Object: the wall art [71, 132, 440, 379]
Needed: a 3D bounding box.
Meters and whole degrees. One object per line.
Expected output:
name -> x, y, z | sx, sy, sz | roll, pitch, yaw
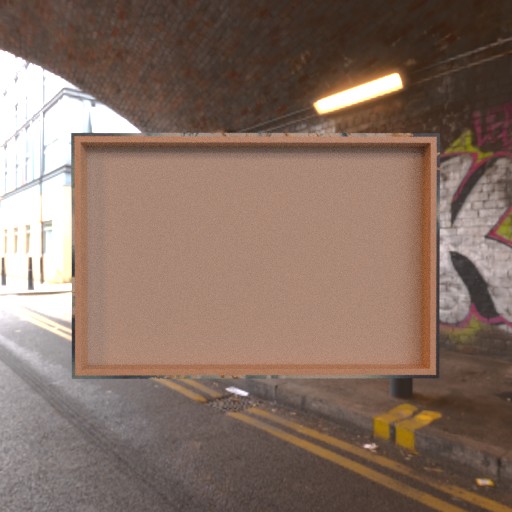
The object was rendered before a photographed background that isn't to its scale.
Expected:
wall art -> 0.000, 0.000, 0.749 | 0.607, 0.405, 0.036 | 0, 0, 0
